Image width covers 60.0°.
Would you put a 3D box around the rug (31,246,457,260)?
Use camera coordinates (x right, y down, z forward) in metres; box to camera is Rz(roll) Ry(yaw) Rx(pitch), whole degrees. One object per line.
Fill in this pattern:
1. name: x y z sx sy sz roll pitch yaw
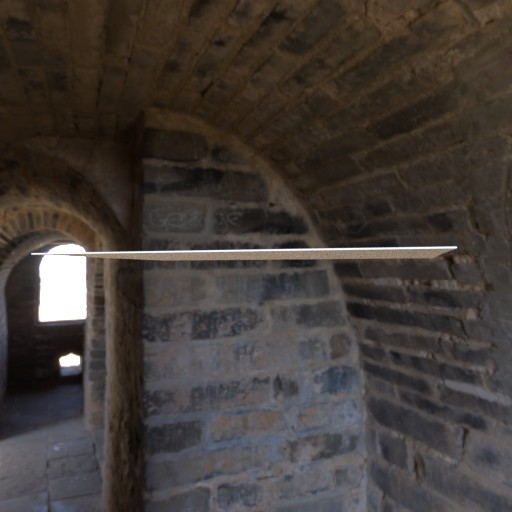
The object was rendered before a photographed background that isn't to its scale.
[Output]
1. rug: 0.000 0.000 2.946 2.284 0.008 1.522 -1 -2 18
